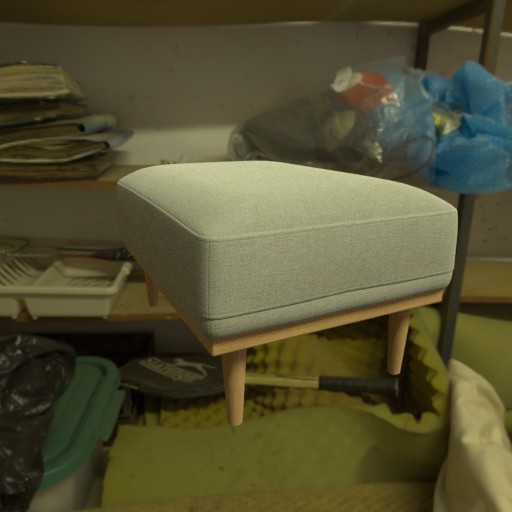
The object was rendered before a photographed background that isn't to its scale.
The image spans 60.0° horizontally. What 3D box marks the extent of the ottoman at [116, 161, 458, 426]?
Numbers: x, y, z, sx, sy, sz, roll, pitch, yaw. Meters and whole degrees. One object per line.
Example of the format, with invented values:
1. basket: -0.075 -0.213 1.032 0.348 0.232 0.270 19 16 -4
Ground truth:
1. ottoman: 0.000 0.000 1.101 0.549 0.428 0.749 -8 19 -25
